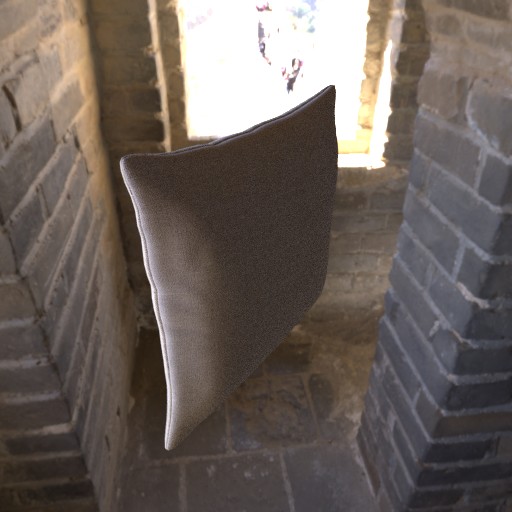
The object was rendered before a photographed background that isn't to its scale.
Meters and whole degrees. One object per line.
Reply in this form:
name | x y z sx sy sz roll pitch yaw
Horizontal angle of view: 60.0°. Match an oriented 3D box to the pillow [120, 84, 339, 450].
pillow | 0.000 0.000 0.791 0.166 0.510 0.523 20 37 29
